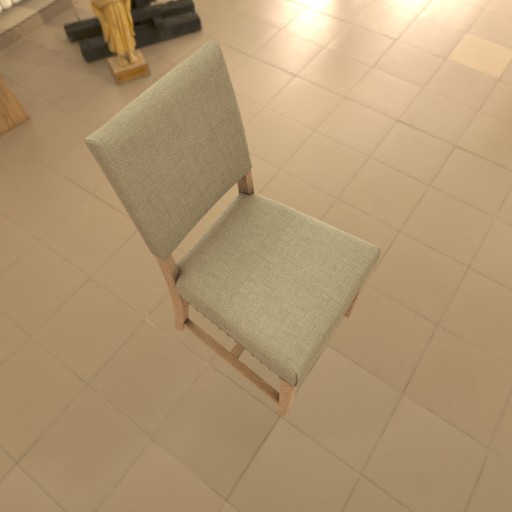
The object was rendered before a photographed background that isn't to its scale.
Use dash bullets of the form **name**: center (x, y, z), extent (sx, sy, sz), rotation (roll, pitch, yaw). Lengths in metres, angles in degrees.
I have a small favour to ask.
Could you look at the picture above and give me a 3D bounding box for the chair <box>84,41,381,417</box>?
- **chair**: center (0.000, 0.000, 1.359), extent (0.622, 0.986, 0.508), rotation (31, 63, 17)
